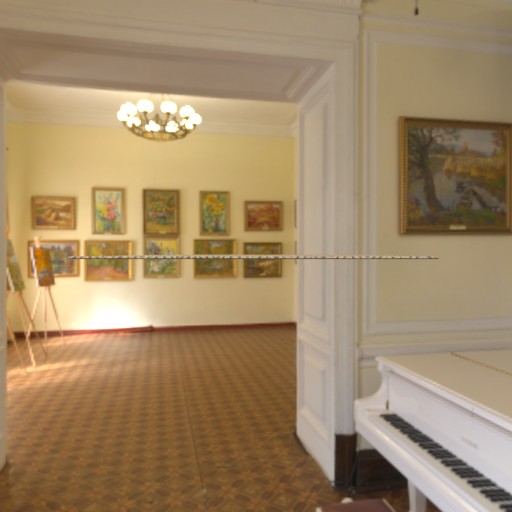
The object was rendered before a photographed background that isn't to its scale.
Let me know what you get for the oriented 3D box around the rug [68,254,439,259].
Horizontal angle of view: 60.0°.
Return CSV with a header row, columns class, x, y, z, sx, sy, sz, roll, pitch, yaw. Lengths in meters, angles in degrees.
class,x,y,z,sx,sy,sz,roll,pitch,yaw
rug,0.000,0.000,2.214,1.144,0.008,1.752,0,0,1
